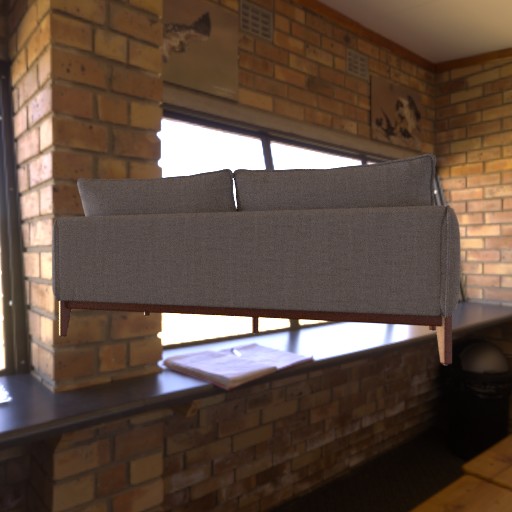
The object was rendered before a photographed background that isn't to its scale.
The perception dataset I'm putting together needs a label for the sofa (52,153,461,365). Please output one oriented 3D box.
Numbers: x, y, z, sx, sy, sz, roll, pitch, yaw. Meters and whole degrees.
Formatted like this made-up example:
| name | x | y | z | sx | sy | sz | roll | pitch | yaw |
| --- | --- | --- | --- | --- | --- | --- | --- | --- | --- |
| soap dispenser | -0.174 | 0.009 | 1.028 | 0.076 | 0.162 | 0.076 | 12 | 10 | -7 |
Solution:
| name | x | y | z | sx | sy | sz | roll | pitch | yaw |
| --- | --- | --- | --- | --- | --- | --- | --- | --- | --- |
| sofa | 0.000 | 0.000 | 2.448 | 1.989 | 0.851 | 0.972 | 0 | 0 | 18 |
